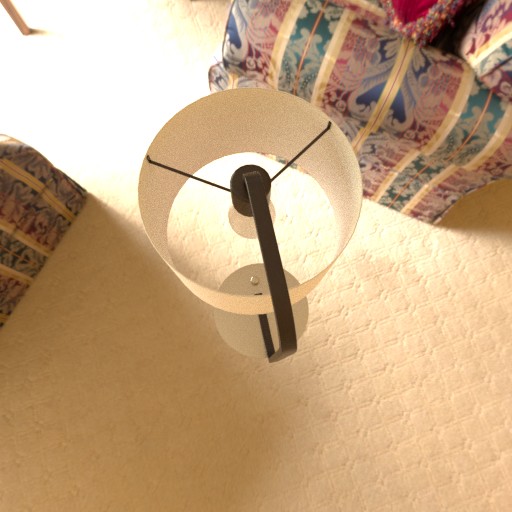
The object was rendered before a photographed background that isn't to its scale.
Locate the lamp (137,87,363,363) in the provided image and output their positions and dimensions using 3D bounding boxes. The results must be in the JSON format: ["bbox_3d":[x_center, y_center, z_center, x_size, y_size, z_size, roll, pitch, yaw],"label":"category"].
[{"bbox_3d":[0.000,0.000,0.617,0.230,0.473,0.288,-12,76,-3],"label":"lamp"}]
